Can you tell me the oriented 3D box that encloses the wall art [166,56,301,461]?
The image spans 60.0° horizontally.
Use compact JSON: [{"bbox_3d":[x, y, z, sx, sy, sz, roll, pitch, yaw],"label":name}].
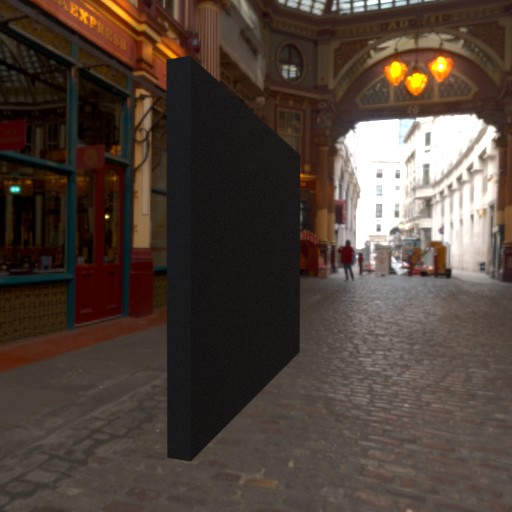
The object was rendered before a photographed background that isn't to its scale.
[{"bbox_3d":[0.000,0.000,0.768,0.031,0.457,0.558,0,1,18],"label":"wall art"}]
